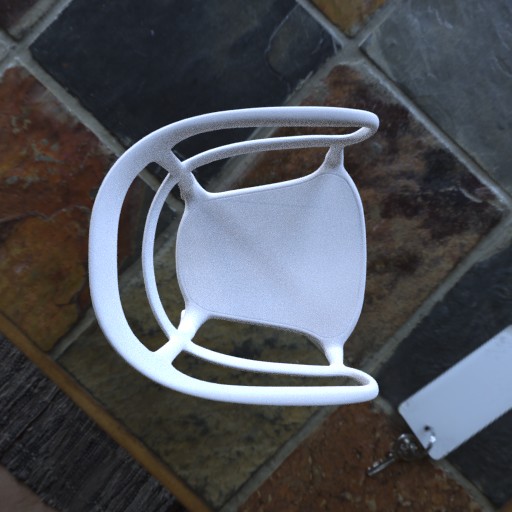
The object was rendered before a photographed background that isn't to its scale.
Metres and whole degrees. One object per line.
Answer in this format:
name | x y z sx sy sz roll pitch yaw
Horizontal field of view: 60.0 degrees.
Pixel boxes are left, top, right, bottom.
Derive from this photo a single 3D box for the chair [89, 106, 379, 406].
chair | 0.000 0.000 1.087 0.527 0.761 0.559 0 90 1
